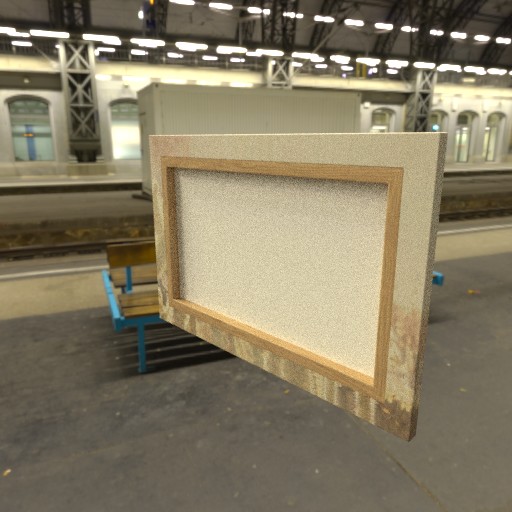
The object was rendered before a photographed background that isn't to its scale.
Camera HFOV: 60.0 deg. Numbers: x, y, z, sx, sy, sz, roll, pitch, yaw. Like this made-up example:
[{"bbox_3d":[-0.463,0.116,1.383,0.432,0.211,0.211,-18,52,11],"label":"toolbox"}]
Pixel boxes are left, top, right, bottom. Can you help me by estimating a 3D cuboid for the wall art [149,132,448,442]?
[{"bbox_3d":[0.000,0.000,1.433,0.041,0.758,1.142,-14,20,-43],"label":"wall art"}]
